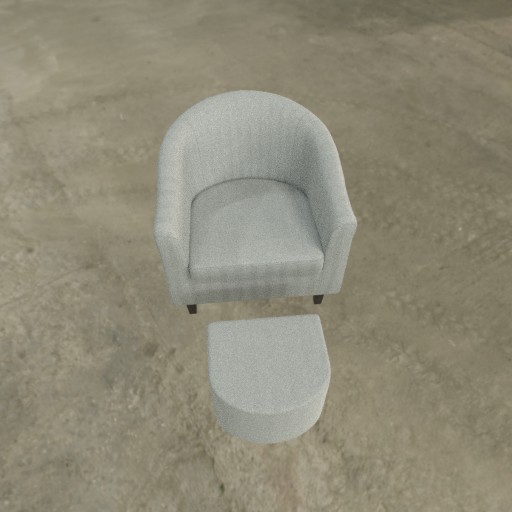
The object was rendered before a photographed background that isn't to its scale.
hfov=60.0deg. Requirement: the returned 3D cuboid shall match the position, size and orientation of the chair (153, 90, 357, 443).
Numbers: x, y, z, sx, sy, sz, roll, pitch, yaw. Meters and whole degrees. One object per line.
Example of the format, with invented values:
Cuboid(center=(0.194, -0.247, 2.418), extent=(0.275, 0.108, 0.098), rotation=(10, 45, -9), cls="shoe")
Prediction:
Cuboid(center=(0.000, 0.000, 1.786), extent=(0.756, 0.757, 1.288), rotation=(-4, 48, -4), cls="chair")
